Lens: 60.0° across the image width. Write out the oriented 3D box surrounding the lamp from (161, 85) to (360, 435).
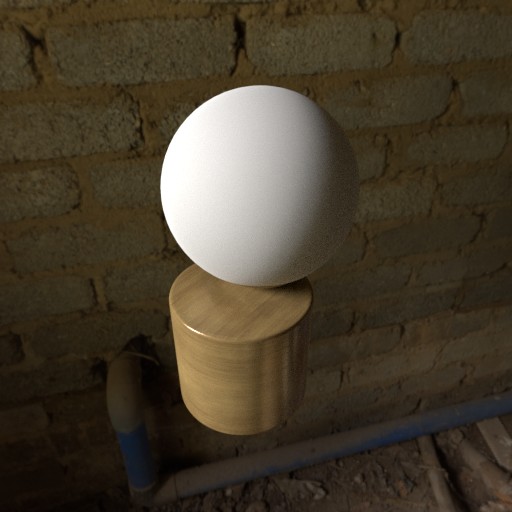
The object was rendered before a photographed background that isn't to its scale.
[{"bbox_3d":[0.000,0.000,0.348,0.141,0.250,0.152,21,39,29],"label":"lamp"}]
